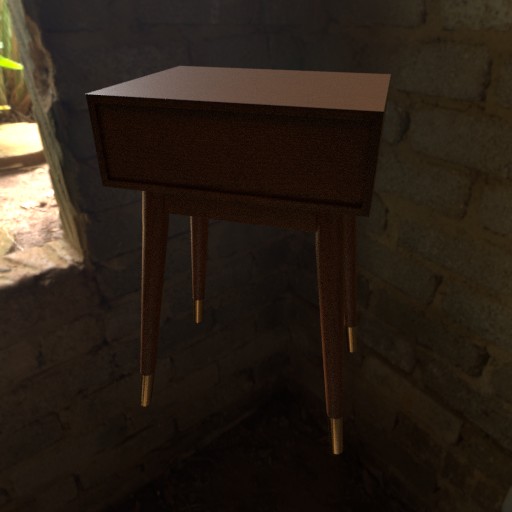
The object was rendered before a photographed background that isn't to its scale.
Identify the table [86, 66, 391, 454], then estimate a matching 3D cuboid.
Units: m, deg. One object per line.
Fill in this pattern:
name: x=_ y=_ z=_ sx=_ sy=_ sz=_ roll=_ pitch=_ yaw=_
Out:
table: x=0.000 y=0.000 z=0.813 sx=0.406 sy=0.599 sz=0.300 roll=8 pitch=31 yaw=14
